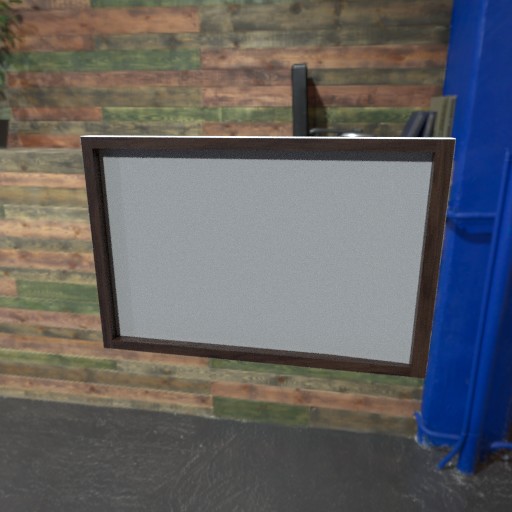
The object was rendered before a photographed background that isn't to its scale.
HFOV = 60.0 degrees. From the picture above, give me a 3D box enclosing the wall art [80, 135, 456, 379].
[{"bbox_3d":[0.000,0.000,1.176,0.914,0.610,0.050,3,17,10],"label":"wall art"}]
